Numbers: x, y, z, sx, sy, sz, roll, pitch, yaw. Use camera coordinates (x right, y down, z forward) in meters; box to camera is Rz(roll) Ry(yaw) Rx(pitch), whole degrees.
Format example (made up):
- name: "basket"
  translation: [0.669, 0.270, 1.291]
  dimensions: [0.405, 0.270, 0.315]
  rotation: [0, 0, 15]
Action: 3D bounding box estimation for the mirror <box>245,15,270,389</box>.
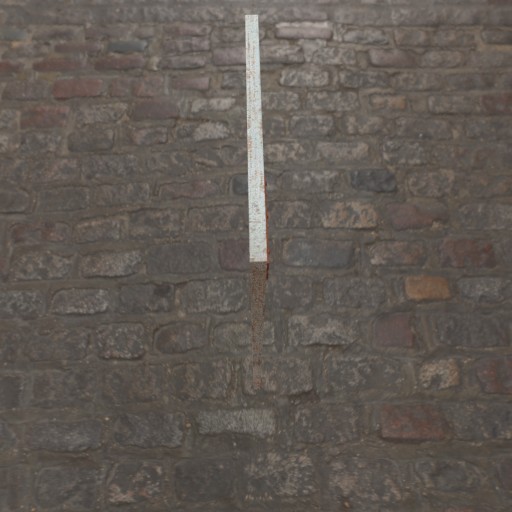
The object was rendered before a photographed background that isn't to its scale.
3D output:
- name: "mirror"
  translation: [0.000, 0.000, 1.072]
  dimensions: [0.027, 0.922, 0.472]
  rotation: [-1, 64, -1]
